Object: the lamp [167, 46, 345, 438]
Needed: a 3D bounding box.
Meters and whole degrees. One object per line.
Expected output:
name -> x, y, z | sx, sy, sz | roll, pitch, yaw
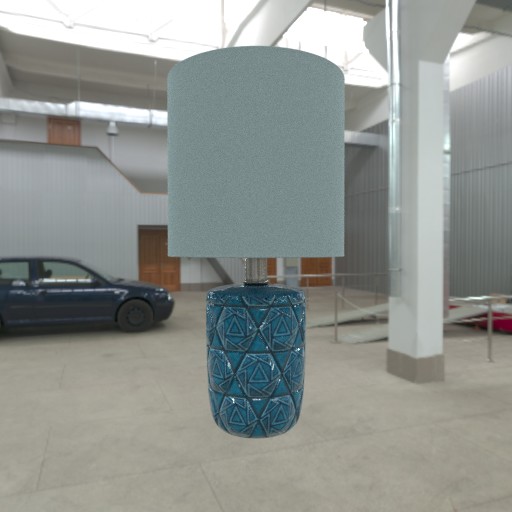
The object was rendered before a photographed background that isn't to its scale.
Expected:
lamp -> 0.000, 0.000, 0.493 | 0.193, 0.377, 0.193 | 1, 1, 34
